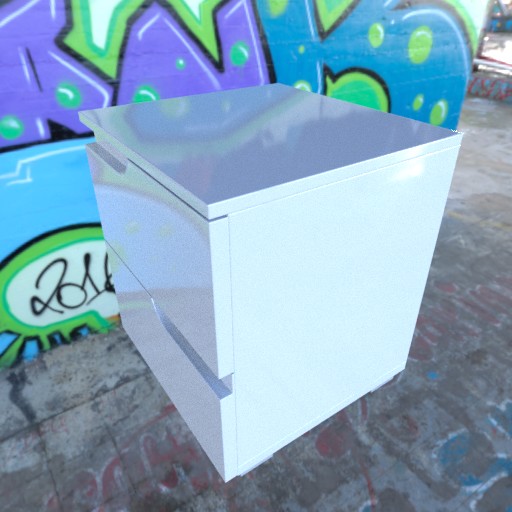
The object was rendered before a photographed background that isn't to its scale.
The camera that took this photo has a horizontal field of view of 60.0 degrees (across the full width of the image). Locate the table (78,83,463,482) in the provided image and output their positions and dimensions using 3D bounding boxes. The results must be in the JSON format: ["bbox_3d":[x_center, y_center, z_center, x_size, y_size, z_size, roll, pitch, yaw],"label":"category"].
[{"bbox_3d":[0.000,0.000,0.781,0.400,0.470,0.420,-20,37,-29],"label":"table"}]
